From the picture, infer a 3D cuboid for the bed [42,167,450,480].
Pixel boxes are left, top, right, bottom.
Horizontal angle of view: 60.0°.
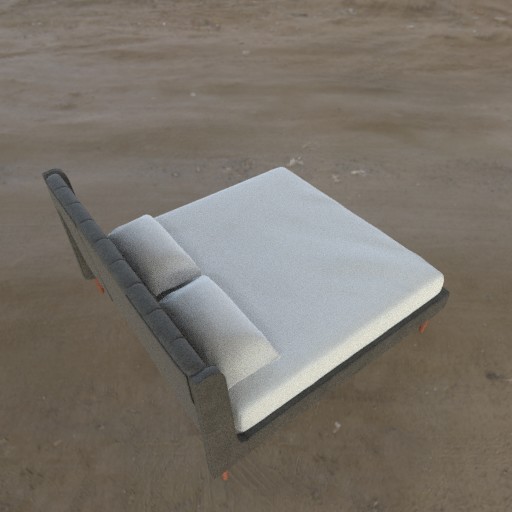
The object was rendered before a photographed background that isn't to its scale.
[{"bbox_3d":[0.000,0.000,2.497,1.638,0.933,1.531,-27,49,-26],"label":"bed"}]
